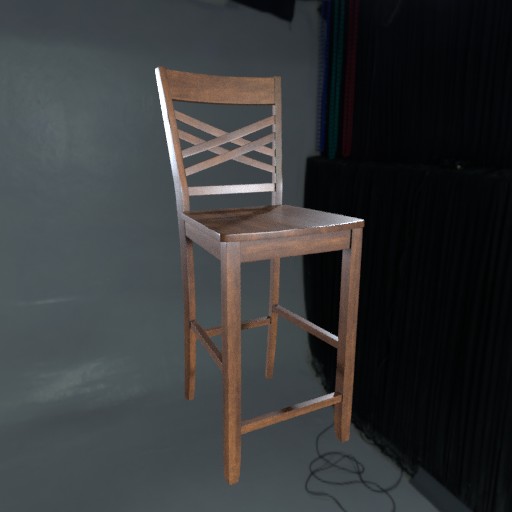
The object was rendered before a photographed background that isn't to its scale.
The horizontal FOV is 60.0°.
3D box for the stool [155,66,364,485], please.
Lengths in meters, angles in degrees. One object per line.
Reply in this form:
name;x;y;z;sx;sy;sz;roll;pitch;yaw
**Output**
stool;0.000;0.000;1.339;0.426;1.098;0.504;-7;16;-27
